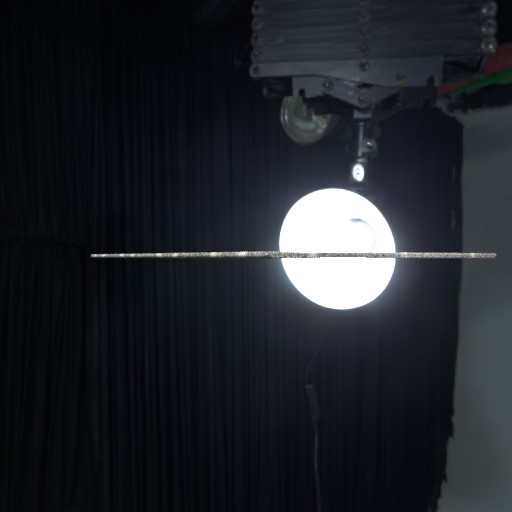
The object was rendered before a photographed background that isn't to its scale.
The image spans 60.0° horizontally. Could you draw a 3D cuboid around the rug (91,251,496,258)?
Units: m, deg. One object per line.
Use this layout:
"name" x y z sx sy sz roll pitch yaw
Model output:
"rug" 0.000 0.000 2.889 1.501 0.025 2.348 0 0 -35
